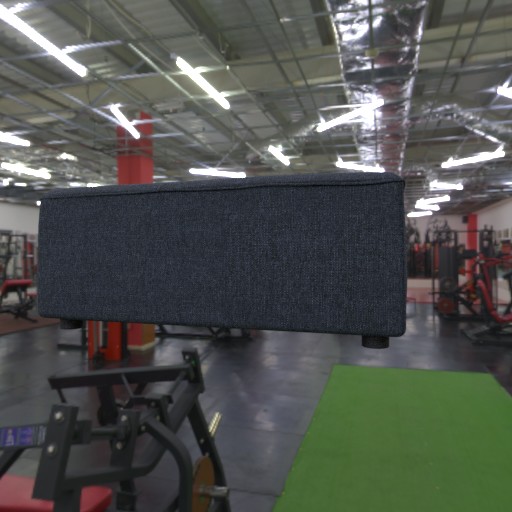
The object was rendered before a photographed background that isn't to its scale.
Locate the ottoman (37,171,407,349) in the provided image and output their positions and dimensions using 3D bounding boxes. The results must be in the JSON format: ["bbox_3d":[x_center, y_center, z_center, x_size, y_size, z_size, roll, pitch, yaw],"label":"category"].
[{"bbox_3d":[0.000,0.000,1.584,1.017,0.423,1.023,0,0,18],"label":"ottoman"}]
